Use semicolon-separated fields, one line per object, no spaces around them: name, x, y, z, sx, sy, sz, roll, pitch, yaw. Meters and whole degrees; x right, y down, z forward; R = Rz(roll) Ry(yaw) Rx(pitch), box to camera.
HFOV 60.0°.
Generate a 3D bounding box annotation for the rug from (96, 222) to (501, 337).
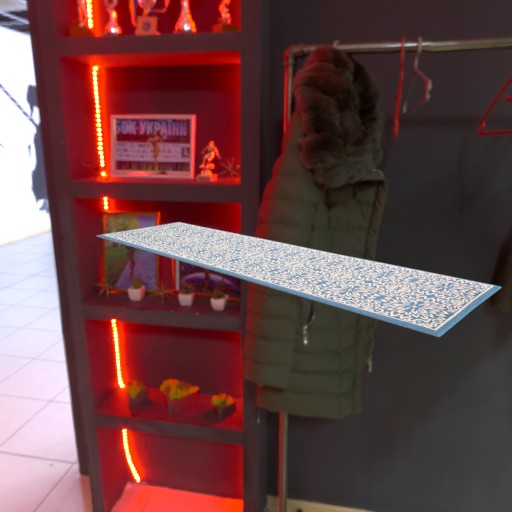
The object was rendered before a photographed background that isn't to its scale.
rug;0.000;0.000;2.347;2.196;0.011;0.662;13;20;41
